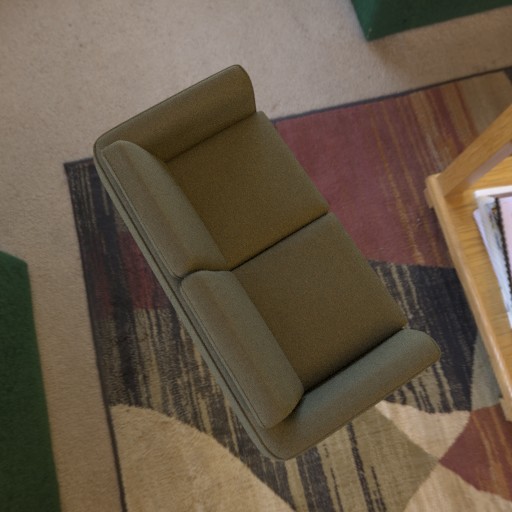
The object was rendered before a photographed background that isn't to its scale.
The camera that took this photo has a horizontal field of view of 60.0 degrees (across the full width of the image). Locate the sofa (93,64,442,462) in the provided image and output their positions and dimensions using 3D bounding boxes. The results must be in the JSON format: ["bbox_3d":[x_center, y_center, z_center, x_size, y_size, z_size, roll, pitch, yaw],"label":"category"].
[{"bbox_3d":[0.000,0.000,2.171,0.920,0.850,1.700,-31,79,-7],"label":"sofa"}]
